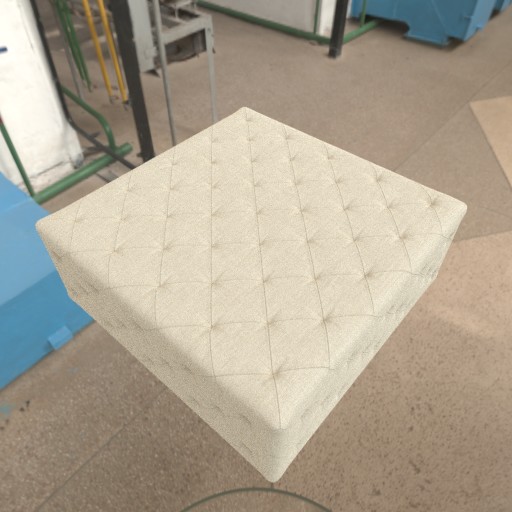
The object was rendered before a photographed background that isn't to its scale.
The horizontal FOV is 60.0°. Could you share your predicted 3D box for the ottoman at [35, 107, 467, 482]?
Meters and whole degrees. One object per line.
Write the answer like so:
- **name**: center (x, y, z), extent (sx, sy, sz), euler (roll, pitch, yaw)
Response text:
- **ottoman**: center (0.000, 0.000, 1.604), extent (1.028, 0.439, 1.028), euler (32, 55, 27)
